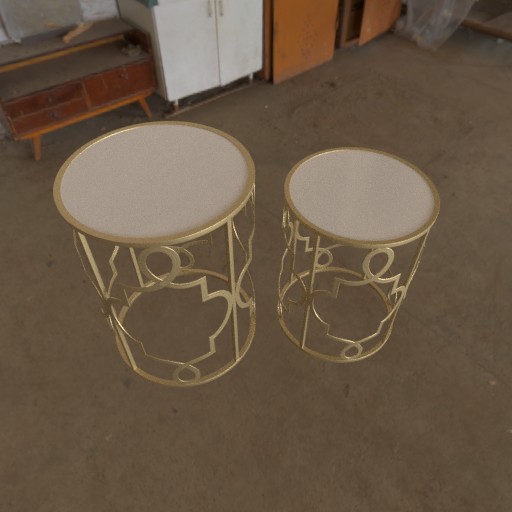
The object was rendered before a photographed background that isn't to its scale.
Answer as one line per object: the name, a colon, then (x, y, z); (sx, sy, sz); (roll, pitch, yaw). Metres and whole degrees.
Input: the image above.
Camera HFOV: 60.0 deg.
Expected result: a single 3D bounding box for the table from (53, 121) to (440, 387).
table: (0.000, 0.000, 1.165); (0.846, 0.564, 0.420); (-4, 47, -4)
